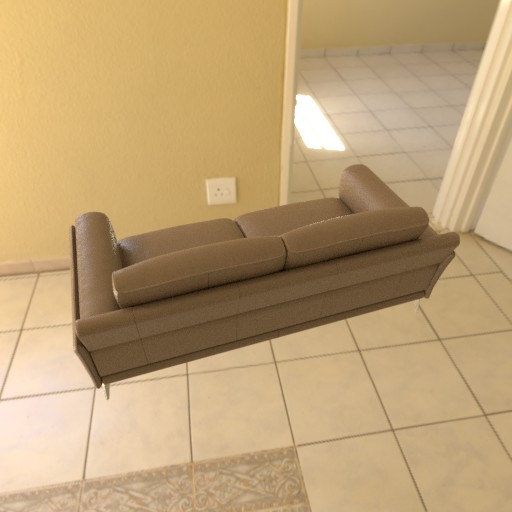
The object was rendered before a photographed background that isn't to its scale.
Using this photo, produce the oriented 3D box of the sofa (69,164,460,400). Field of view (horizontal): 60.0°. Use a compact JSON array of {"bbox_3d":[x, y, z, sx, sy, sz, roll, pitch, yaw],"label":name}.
[{"bbox_3d":[0.000,0.000,2.700,2.101,0.930,1.049,-13,42,-14],"label":"sofa"}]
